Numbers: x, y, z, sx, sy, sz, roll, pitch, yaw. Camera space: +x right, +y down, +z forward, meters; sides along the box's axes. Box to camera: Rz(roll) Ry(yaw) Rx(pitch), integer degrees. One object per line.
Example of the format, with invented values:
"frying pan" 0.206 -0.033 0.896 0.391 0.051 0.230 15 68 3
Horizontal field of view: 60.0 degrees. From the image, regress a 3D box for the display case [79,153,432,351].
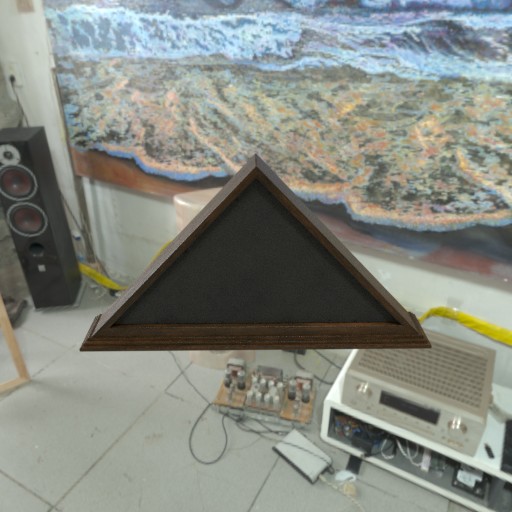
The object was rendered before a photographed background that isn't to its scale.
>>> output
"display case" 0.000 0.000 0.764 0.640 0.340 0.095 0 30 -1
